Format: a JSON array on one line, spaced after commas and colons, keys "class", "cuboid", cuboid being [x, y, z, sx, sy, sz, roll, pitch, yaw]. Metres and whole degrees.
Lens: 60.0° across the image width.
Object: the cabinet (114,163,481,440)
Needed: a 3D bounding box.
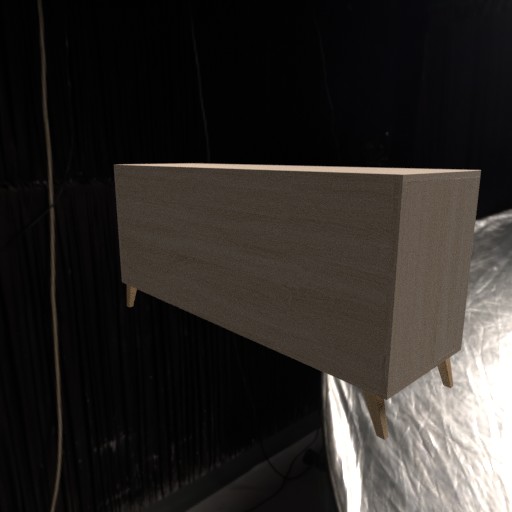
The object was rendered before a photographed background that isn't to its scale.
[{"class": "cabinet", "cuboid": [0.000, 0.000, 1.976, 0.500, 0.780, 1.649, -12, 17, -41]}]
